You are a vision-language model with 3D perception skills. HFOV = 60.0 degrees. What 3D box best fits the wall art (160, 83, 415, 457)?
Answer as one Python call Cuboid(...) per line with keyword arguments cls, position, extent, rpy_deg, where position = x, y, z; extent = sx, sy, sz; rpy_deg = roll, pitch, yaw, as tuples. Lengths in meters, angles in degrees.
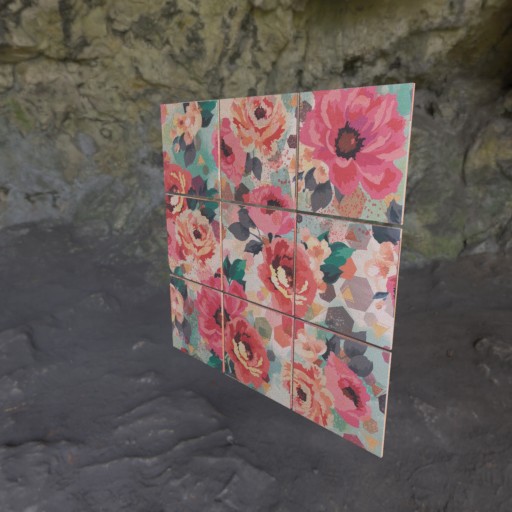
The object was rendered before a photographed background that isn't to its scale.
Cuboid(cls="wall art", position=(0.000, 0.000, 2.235), extent=(1.521, 1.519, 0.013), rpy_deg=(14, 21, 42))
